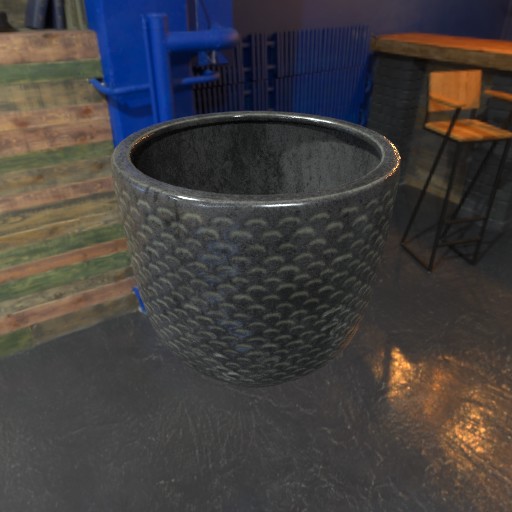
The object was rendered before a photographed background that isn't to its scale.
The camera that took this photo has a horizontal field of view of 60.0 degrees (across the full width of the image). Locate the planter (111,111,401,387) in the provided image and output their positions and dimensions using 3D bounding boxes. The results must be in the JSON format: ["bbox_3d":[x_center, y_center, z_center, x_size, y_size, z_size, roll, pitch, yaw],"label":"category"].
[{"bbox_3d":[0.000,0.000,0.252,0.140,0.129,0.140,0,31,0],"label":"planter"}]
